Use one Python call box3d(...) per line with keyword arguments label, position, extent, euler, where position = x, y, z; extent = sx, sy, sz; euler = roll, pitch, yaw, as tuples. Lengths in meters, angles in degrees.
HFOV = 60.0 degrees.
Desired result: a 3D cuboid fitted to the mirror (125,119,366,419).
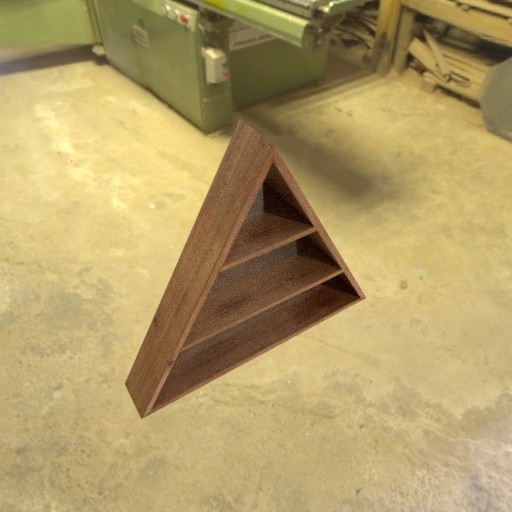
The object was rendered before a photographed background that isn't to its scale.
box3d(label="mirror", position=(0.000, 0.000, 0.893), extent=(0.631, 0.548, 0.100), euler=(-23, 48, -23))
